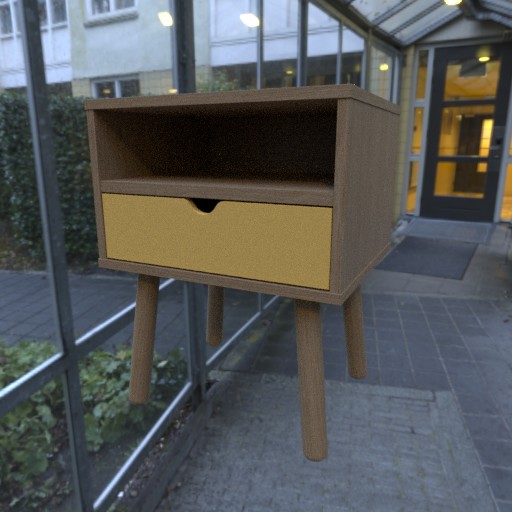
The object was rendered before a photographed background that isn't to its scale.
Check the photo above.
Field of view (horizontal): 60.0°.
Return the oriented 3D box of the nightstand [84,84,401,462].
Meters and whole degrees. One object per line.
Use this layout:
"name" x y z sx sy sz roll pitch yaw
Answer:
"nightstand" 0.000 0.000 0.874 0.450 0.571 0.380 7 16 25
